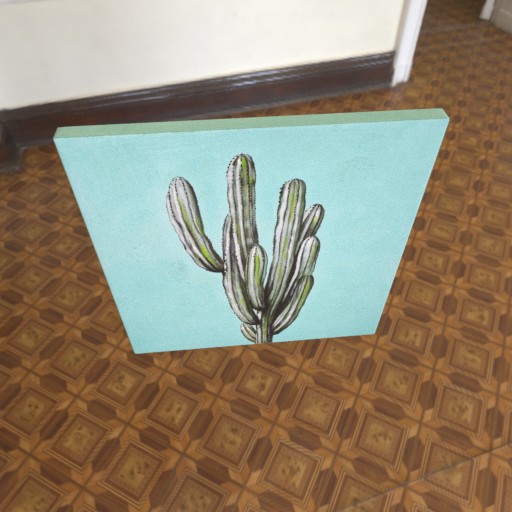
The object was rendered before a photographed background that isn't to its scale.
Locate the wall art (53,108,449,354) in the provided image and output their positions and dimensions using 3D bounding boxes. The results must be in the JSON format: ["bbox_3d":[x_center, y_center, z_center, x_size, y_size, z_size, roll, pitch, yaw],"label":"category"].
[{"bbox_3d":[0.000,0.000,1.601,1.071,1.073,0.070,-4,47,-4],"label":"wall art"}]
